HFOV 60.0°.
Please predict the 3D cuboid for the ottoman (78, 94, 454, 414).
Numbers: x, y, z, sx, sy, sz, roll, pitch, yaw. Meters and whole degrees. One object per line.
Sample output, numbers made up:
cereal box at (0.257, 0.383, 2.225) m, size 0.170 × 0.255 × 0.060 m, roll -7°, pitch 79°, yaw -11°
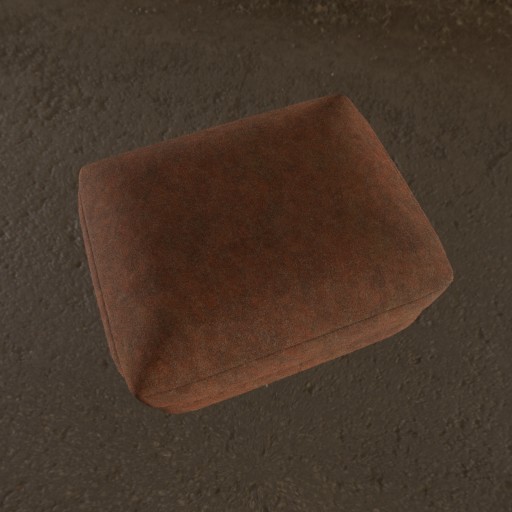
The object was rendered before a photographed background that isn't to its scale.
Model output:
ottoman at (0.000, 0.000, 1.193) m, size 0.787 × 0.508 × 0.635 m, roll -18°, pitch 66°, yaw -8°
